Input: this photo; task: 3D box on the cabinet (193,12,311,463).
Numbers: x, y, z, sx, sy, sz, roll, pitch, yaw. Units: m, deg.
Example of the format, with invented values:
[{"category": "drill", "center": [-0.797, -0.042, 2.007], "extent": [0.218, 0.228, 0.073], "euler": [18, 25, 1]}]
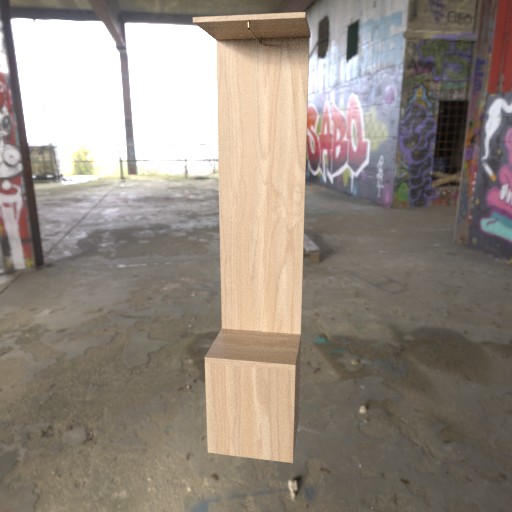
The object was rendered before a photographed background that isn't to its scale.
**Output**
[{"category": "cabinet", "center": [0.000, 0.000, 1.991], "extent": [0.411, 1.879, 0.338], "euler": [3, 15, 10]}]
